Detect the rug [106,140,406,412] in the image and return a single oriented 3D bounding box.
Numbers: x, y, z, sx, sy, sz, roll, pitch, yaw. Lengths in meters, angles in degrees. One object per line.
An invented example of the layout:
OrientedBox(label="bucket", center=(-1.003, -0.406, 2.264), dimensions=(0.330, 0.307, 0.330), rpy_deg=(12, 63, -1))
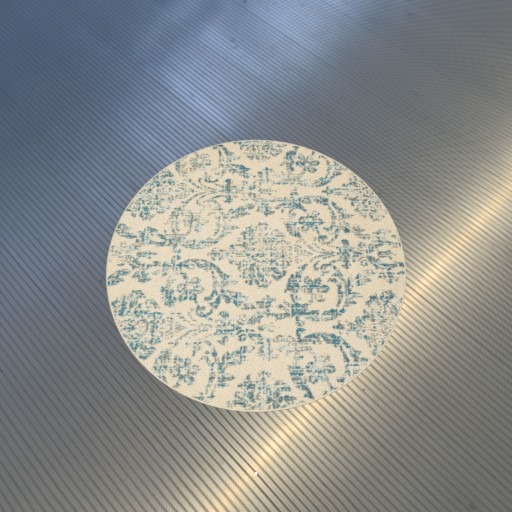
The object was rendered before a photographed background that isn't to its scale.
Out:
OrientedBox(label="rug", center=(0.000, 0.000, 2.379), dimensions=(1.593, 0.012, 1.593), rpy_deg=(0, 64, 0))
